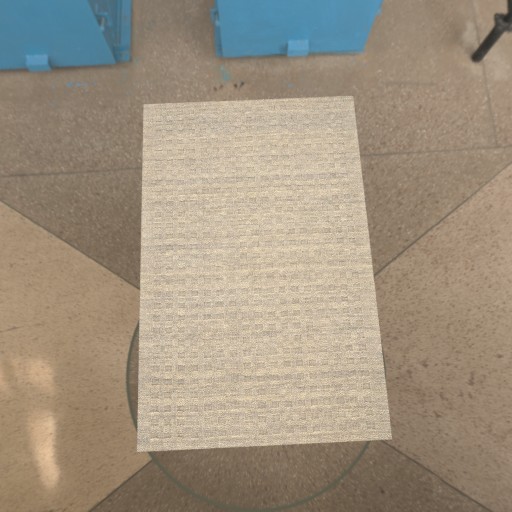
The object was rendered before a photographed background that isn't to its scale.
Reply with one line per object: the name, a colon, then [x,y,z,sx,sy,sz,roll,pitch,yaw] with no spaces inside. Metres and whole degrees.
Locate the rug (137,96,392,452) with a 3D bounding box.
rug: [0.000,0.000,2.200,1.142,0.006,1.752,-3,76,-1]
